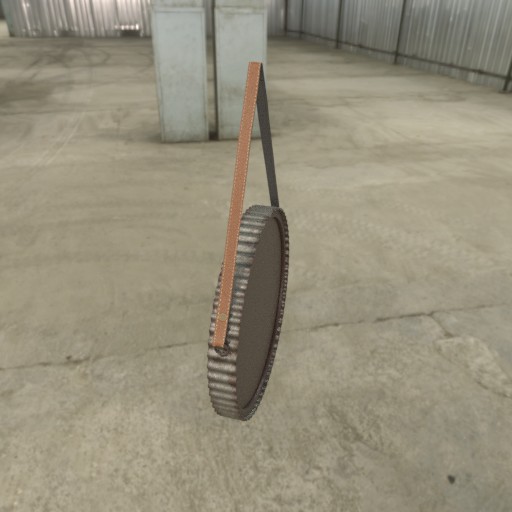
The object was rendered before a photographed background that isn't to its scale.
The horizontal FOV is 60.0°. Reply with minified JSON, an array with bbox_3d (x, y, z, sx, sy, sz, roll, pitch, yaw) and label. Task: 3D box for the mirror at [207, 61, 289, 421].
[{"bbox_3d":[0.000,0.000,0.703,0.042,0.568,0.355,8,31,13],"label":"mirror"}]
